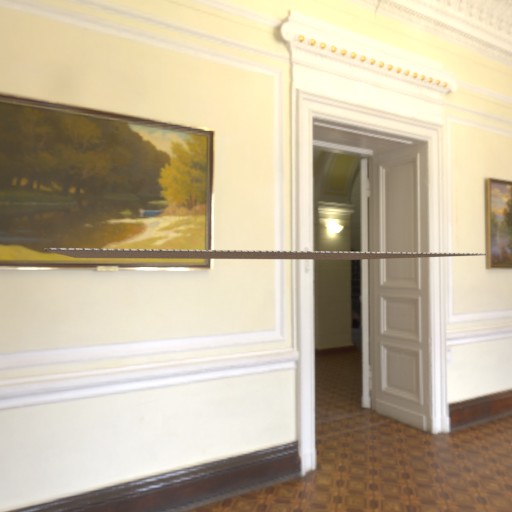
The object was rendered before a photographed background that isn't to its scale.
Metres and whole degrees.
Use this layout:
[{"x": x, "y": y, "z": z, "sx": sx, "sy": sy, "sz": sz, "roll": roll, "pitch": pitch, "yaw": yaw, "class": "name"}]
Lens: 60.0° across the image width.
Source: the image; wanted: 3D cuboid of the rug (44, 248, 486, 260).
[{"x": 0.000, "y": 0.000, "z": 2.187, "sx": 1.752, "sy": 0.008, "sz": 1.144, "roll": 0, "pitch": -2, "yaw": -17, "class": "rug"}]
